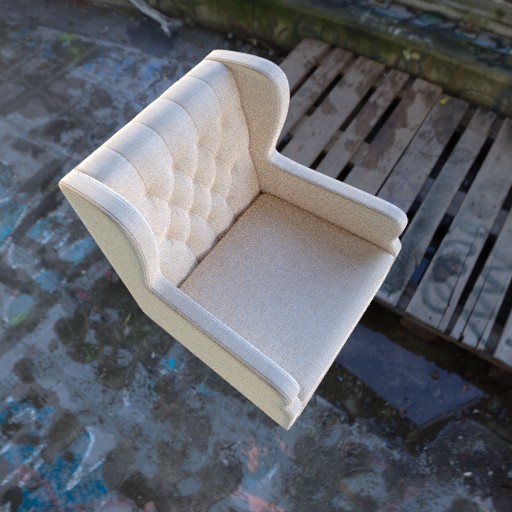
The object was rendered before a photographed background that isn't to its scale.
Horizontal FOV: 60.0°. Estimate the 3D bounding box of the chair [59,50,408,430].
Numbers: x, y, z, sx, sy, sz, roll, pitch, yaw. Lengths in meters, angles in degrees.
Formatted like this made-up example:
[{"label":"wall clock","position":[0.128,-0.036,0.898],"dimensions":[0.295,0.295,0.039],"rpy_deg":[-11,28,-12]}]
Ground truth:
[{"label":"chair","position":[0.000,0.000,1.460],"dimensions":[0.760,0.930,0.710],"rpy_deg":[31,65,17]}]
